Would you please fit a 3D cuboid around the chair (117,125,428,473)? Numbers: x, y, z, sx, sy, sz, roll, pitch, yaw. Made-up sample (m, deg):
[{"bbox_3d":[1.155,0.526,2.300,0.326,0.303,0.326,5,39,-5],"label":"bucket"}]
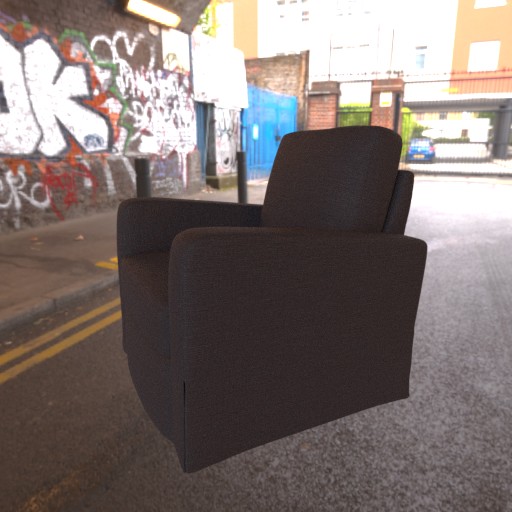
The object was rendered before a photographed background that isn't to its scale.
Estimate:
[{"bbox_3d":[0.000,0.000,1.510,0.863,0.855,0.798,-7,16,-26],"label":"chair"}]
